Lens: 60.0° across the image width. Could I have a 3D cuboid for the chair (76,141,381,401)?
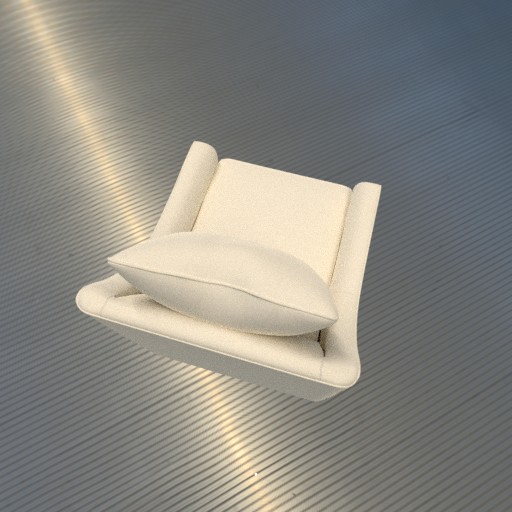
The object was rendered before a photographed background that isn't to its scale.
[{"bbox_3d":[0.000,0.000,1.578,0.756,0.965,0.876,15,65,7],"label":"chair"}]
